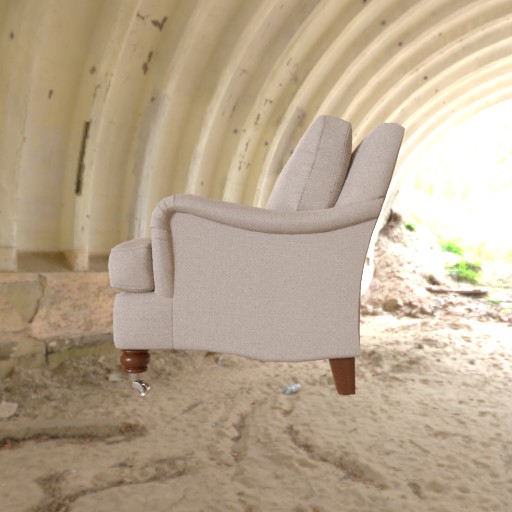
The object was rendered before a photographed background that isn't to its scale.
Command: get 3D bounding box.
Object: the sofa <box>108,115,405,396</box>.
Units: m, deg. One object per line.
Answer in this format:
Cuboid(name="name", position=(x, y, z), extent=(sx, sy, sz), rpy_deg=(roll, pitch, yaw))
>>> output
Cuboid(name="sofa", position=(0.000, 0.000, 2.288), extent=(1.087, 1.048, 1.508), rpy_deg=(0, -1, 1))
